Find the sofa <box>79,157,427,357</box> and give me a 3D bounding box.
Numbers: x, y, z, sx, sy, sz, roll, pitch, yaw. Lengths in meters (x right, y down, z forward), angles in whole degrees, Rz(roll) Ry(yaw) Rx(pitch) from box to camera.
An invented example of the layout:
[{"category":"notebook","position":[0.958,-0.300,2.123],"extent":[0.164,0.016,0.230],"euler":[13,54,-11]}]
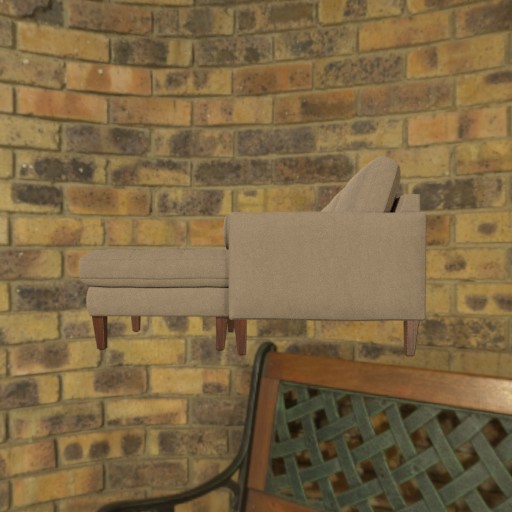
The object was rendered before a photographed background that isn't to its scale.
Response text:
[{"category":"sofa","position":[0.000,0.000,2.942],"extent":[1.506,0.875,2.178],"euler":[0,-1,2]}]
